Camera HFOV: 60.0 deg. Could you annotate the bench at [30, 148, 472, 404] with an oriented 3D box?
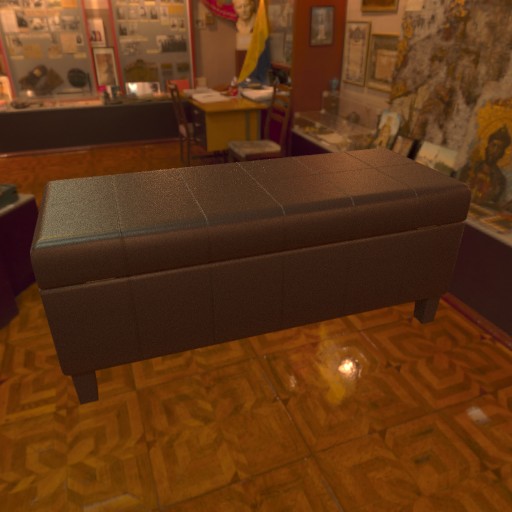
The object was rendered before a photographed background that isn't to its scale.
[{"bbox_3d":[0.000,0.000,1.300,1.092,0.457,0.429,-9,30,-16],"label":"bench"}]
